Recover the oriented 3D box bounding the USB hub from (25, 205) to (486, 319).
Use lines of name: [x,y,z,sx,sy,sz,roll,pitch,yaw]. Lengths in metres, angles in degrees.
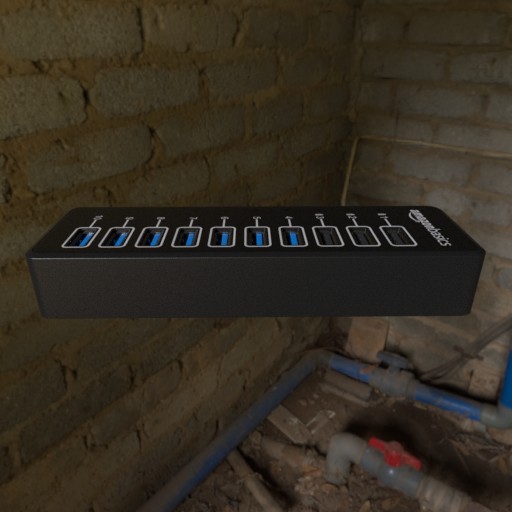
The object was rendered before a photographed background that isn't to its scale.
USB hub: [0.000,0.000,0.160,0.145,0.023,0.044,0,27,-1]
